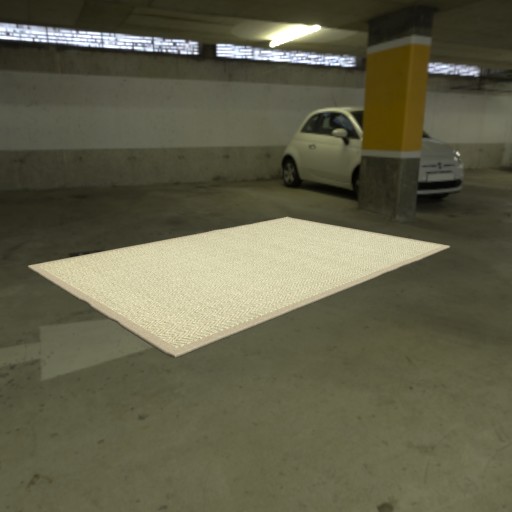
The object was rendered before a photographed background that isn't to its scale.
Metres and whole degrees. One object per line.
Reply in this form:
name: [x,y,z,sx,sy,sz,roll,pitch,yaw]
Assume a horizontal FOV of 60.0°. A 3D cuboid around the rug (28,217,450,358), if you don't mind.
rug: [0.000,0.000,2.858,2.290,0.021,1.540,-14,21,-42]
